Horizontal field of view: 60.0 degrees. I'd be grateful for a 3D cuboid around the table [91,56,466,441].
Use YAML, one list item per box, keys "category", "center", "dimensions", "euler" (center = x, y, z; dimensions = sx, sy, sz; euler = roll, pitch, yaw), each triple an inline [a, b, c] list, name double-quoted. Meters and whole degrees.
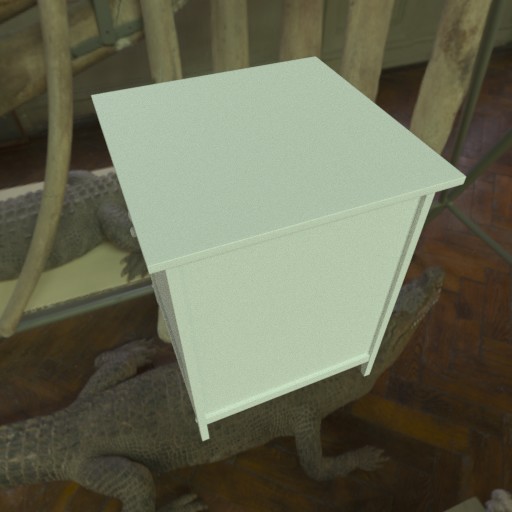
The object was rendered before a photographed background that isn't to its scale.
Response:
- category: "table"
  center: [0.000, 0.000, 0.768]
  dimensions: [0.381, 0.483, 0.381]
  euler: [-16, 48, -15]
